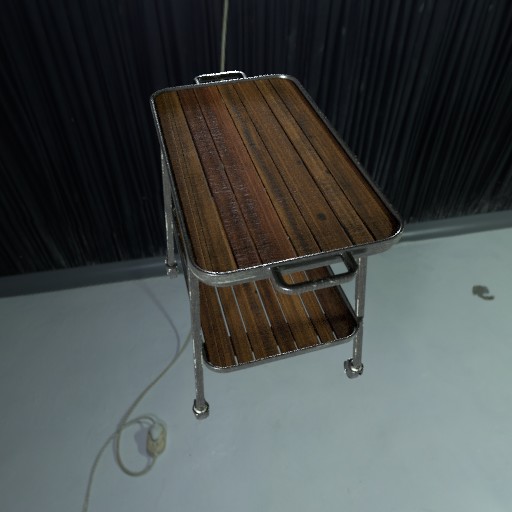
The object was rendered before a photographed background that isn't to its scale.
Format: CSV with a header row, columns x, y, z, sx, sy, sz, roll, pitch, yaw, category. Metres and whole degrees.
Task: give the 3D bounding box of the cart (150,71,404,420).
x,y,z,sx,sy,sz,roll,pitch,yaw,category
0.000,0.000,1.248,0.515,0.700,0.806,-12,48,-11,cart
